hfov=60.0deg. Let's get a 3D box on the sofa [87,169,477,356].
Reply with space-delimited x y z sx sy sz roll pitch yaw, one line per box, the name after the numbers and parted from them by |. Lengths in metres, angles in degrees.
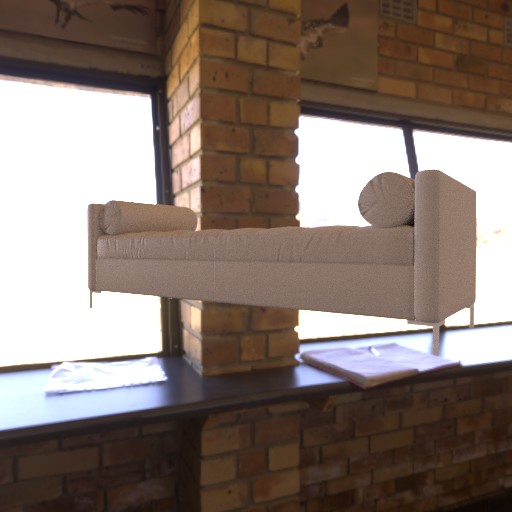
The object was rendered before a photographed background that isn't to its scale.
0.000 0.000 2.310 1.981 0.635 0.686 1 1 36 | sofa
